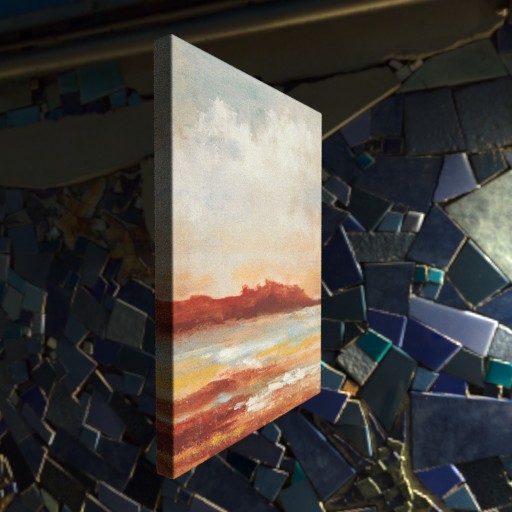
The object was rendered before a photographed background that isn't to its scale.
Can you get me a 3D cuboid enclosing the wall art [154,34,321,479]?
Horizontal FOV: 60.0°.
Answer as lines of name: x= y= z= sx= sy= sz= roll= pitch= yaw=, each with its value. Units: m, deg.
wall art: x=0.000 y=0.000 z=0.789 sx=0.035 sy=0.605 sz=0.443 roll=1 pitch=2 yaw=35
